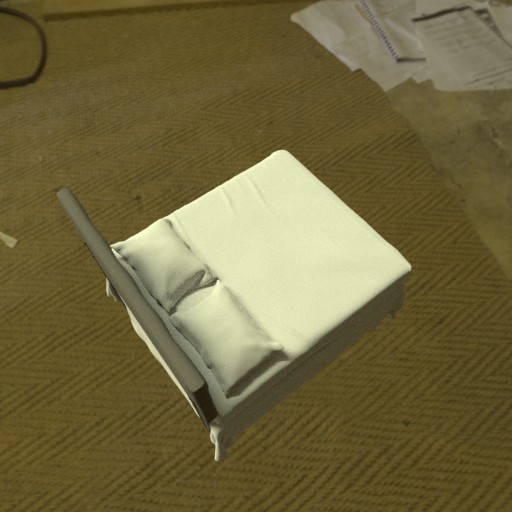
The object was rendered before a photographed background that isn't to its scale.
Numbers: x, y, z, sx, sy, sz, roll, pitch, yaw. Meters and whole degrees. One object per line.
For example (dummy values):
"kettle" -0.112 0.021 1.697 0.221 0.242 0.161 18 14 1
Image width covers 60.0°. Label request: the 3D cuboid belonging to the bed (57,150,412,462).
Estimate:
"bed" 0.000 0.000 3.539 2.222 1.577 1.936 -33 65 -18
